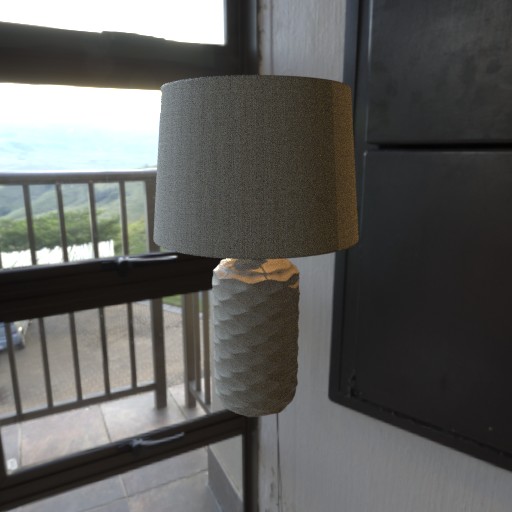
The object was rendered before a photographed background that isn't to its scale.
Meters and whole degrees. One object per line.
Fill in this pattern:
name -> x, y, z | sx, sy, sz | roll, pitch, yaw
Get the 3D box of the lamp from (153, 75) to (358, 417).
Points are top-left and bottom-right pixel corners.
lamp -> 0.000, 0.000, 0.841 | 0.376, 0.594, 0.376 | 0, 13, 0
